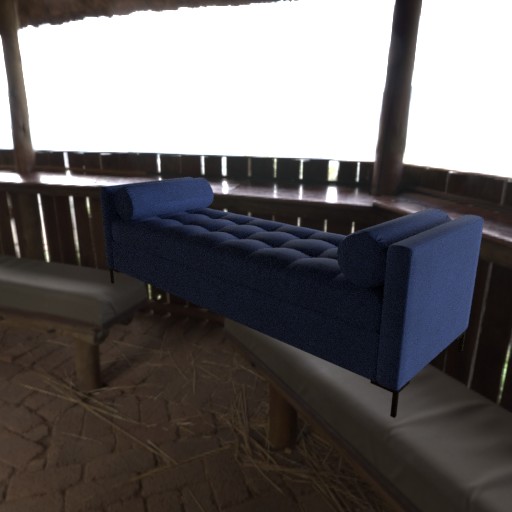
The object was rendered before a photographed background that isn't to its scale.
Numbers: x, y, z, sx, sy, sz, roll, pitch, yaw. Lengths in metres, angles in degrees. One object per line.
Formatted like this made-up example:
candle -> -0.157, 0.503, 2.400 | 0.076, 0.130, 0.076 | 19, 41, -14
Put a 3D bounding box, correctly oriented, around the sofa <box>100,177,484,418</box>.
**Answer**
sofa -> 0.000, 0.000, 2.342 | 1.981, 0.635, 0.686 | 16, 23, 41
